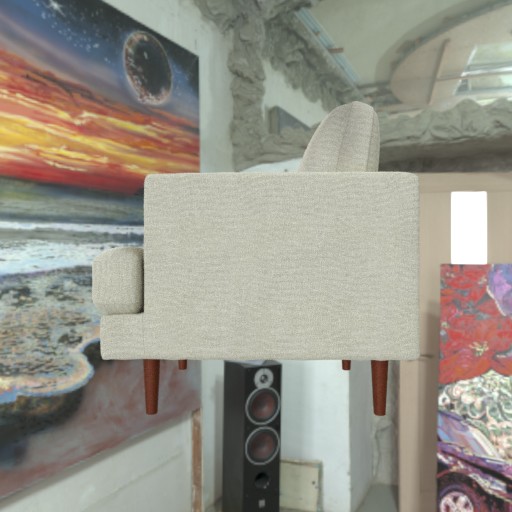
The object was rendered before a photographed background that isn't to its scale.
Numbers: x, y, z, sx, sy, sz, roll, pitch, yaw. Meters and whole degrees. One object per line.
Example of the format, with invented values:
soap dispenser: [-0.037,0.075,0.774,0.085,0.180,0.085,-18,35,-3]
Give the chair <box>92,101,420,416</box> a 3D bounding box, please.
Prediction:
chair: [0.000,0.000,1.604,0.899,0.957,0.858,0,0,1]
